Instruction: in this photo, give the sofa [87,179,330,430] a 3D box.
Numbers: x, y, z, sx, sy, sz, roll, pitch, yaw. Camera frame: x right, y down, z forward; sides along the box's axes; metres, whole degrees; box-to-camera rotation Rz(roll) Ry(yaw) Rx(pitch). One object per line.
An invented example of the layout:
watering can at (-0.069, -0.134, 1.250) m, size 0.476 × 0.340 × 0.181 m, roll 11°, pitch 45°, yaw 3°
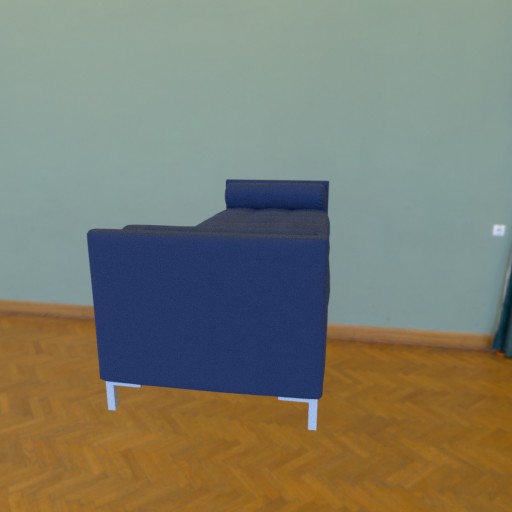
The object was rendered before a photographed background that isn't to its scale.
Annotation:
sofa at (0.000, 0.000, 2.423) m, size 0.797 × 0.657 × 2.102 m, roll 2°, pitch 15°, yaw 9°
